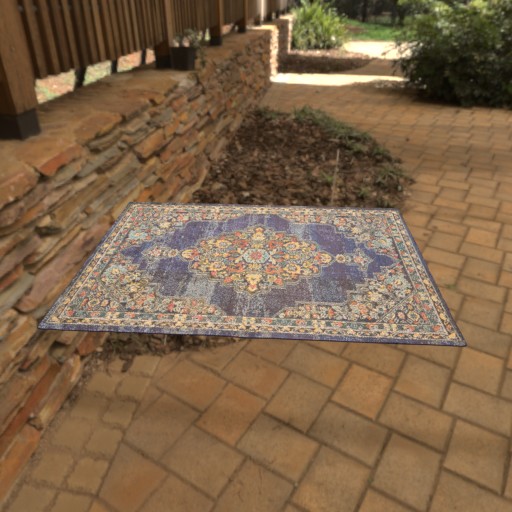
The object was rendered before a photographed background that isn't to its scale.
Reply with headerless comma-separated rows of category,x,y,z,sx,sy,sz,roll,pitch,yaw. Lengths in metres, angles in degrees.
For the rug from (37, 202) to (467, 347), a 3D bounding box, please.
rug,0.000,0.000,2.971,2.232,0.009,1.630,2,31,3
